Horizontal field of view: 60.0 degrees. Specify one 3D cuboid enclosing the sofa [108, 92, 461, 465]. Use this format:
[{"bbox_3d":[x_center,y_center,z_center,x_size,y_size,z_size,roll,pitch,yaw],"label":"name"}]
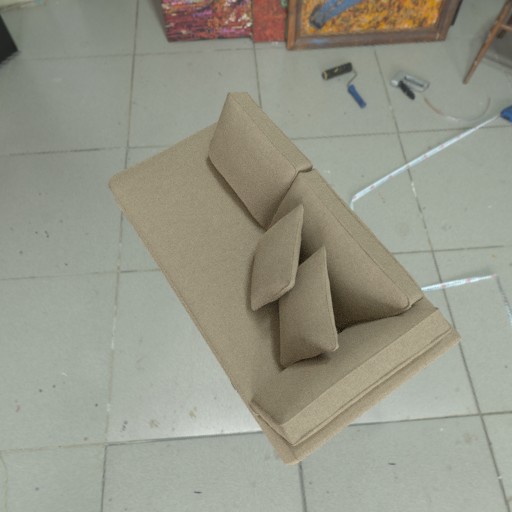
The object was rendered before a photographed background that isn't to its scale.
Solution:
[{"bbox_3d":[0.000,0.000,2.835,1.110,1.033,2.237,-31,67,-15],"label":"sofa"}]
